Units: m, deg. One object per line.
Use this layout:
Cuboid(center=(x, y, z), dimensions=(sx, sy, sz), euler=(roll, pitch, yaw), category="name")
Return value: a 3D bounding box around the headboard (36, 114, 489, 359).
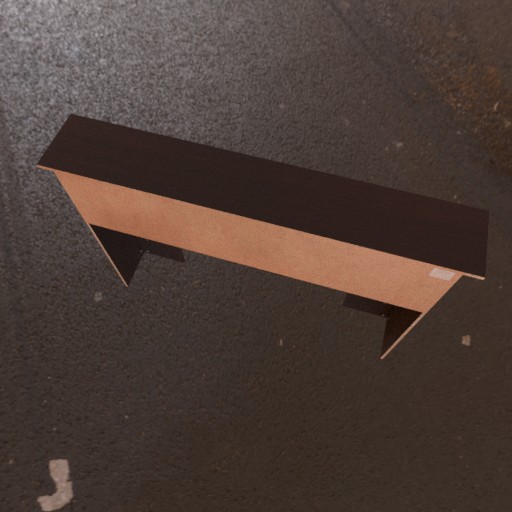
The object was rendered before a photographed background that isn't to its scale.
Cuboid(center=(0.000, 0.000, 2.127), dimensions=(1.671, 1.092, 0.279), euler=(15, 63, 8), category="headboard")
